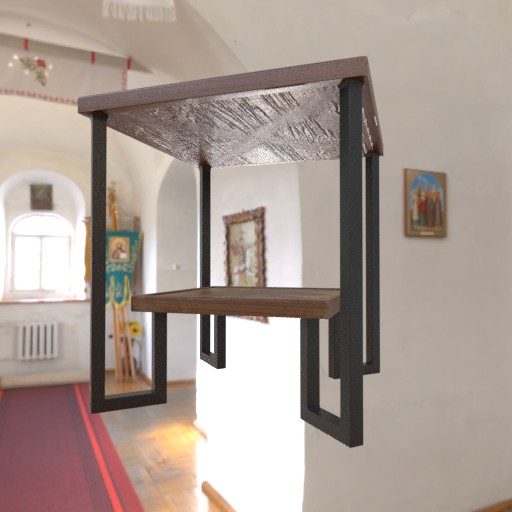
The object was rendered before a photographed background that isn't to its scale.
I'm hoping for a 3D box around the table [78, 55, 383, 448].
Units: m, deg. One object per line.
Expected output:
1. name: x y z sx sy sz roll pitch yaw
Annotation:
1. table: 0.000 0.000 0.944 0.503 0.563 0.503 0 -1 19
